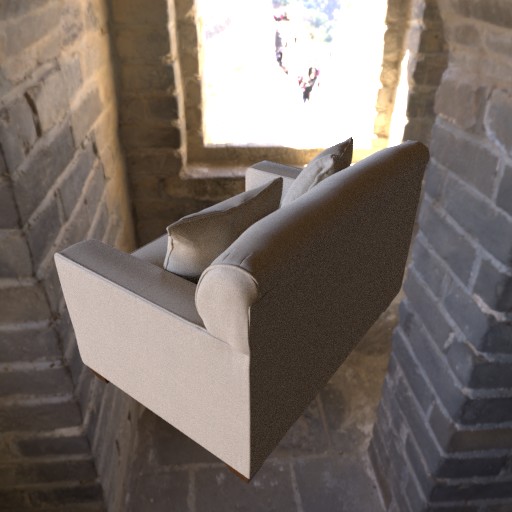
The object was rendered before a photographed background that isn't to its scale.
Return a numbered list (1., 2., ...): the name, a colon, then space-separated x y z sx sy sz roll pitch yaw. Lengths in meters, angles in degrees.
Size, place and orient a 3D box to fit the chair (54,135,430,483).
1. chair: 0.000 0.000 2.003 1.000 0.948 1.383 21 36 31
